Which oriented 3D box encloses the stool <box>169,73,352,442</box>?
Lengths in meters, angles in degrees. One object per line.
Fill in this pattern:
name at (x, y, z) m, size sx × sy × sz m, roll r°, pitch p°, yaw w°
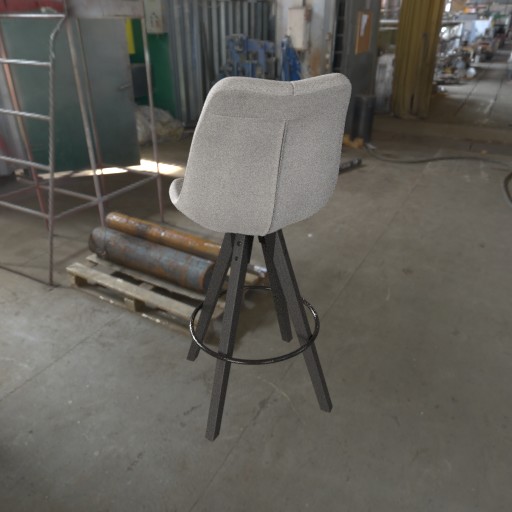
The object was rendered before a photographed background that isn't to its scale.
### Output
stool at (0.000, 0.000, 1.403) m, size 0.485 × 1.115 × 0.550 m, roll -8°, pitch 29°, yaw -15°
